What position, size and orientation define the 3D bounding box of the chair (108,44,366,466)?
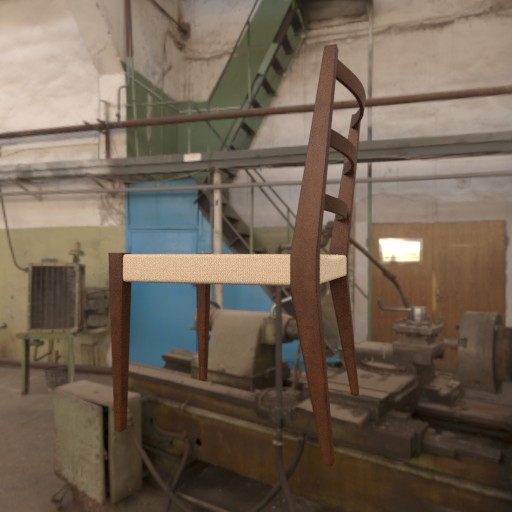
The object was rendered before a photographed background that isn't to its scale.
[{"bbox_3d":[0.000,0.000,1.148,0.551,0.813,0.480,0,0,19],"label":"chair"}]
